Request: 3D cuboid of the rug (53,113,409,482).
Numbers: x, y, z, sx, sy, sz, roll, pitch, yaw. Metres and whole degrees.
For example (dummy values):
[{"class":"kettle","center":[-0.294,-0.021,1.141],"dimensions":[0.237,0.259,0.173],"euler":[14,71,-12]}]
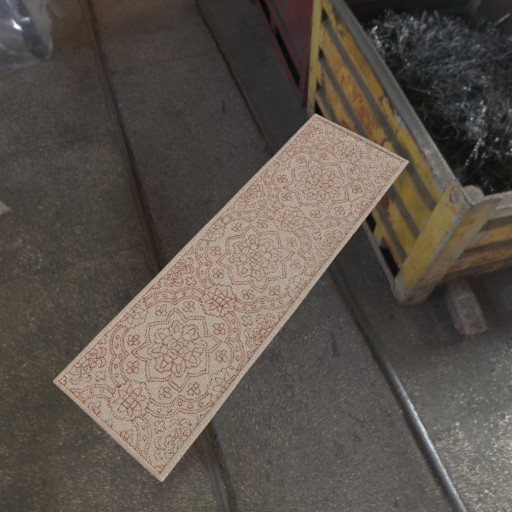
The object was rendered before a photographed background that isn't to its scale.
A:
[{"class":"rug","center":[0.000,0.000,2.640],"dimensions":[0.769,0.012,2.448],"euler":[33,65,18]}]
